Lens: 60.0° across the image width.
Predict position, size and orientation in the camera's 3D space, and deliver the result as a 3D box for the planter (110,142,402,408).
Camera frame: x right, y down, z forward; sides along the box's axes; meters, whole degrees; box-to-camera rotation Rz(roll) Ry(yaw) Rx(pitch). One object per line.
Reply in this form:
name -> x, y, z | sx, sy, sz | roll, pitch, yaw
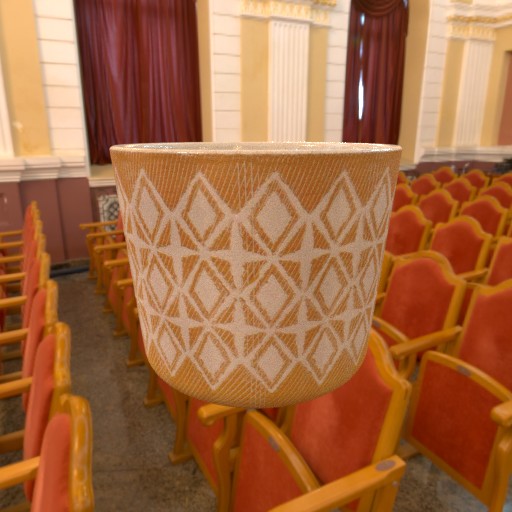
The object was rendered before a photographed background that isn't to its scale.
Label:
planter -> 0.000, 0.000, 0.215 | 0.126, 0.104, 0.126 | 0, 16, 0
